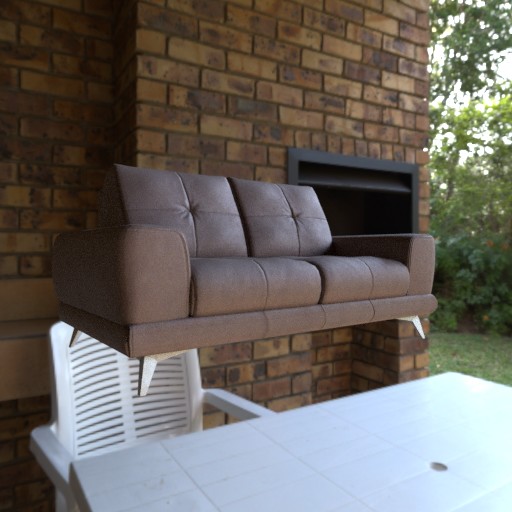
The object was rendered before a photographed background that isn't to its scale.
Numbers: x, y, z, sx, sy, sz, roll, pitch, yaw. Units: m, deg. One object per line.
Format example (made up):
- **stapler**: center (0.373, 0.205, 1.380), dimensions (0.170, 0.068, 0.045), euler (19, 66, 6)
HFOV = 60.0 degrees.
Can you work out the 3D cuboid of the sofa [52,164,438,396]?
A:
- **sofa**: center (0.000, 0.000, 2.315), dimensions (1.806, 0.907, 1.018), euler (-1, 1, -36)
